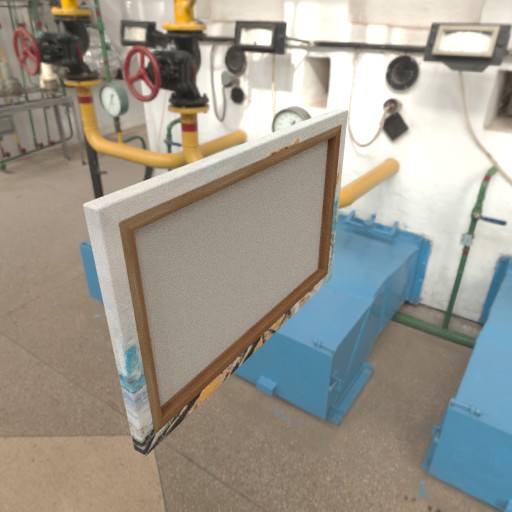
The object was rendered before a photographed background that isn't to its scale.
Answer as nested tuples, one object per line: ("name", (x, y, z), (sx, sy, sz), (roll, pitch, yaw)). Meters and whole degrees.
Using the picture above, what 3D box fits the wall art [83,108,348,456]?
("wall art", (0.000, 0.000, 1.178), (0.038, 0.609, 0.913), (20, 35, 30))
